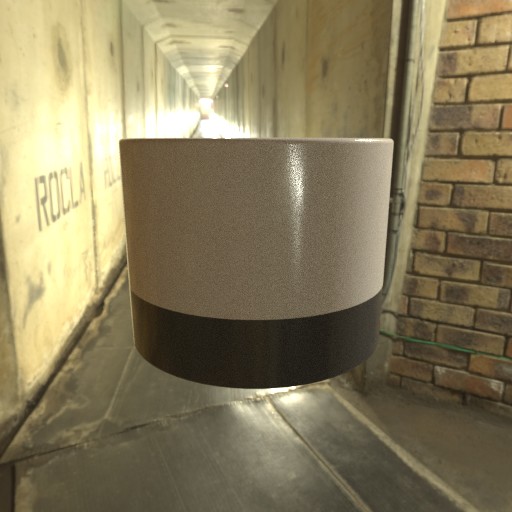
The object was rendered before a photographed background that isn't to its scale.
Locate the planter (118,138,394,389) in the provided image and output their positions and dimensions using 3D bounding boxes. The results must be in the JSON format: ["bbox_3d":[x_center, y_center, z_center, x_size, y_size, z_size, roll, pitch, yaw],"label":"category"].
[{"bbox_3d":[0.000,0.000,0.346,0.193,0.177,0.193,0,15,0],"label":"planter"}]
